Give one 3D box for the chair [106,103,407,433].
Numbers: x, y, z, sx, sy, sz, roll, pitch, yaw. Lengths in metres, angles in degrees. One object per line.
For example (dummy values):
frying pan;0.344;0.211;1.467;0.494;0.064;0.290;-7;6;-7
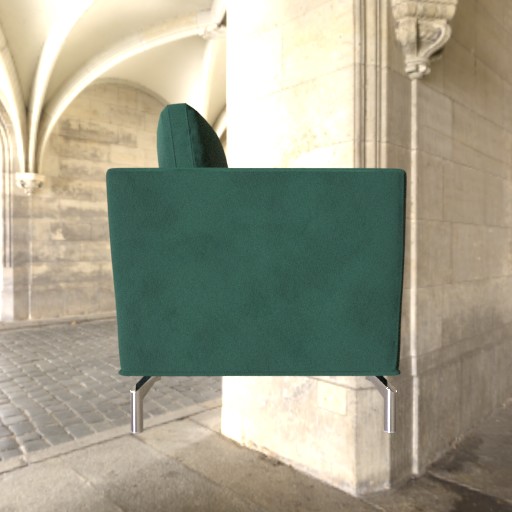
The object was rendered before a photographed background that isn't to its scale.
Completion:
chair;0.000;0.000;1.753;0.852;0.997;1.047;0;1;0
